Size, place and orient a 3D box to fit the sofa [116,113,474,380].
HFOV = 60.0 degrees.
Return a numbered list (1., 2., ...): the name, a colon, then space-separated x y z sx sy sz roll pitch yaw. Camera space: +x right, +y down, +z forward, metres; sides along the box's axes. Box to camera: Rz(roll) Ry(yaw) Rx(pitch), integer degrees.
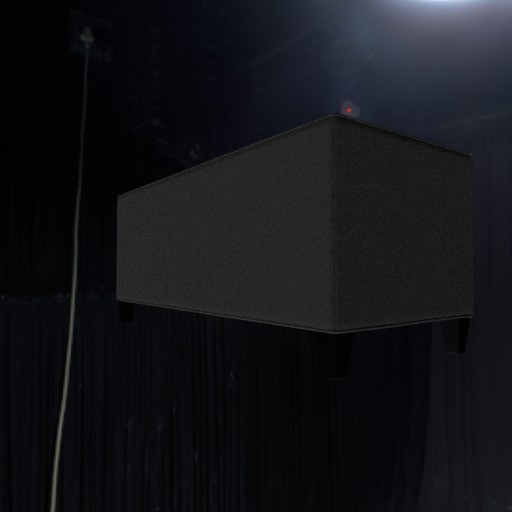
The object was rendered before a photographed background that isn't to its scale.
1. sofa: 0.000 0.000 2.176 0.775 0.762 1.778 1 -2 -37
